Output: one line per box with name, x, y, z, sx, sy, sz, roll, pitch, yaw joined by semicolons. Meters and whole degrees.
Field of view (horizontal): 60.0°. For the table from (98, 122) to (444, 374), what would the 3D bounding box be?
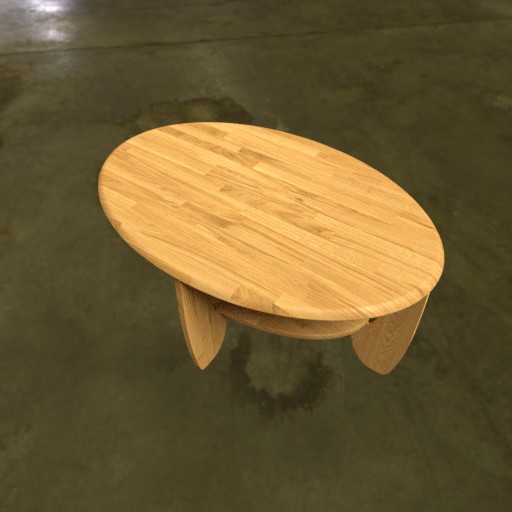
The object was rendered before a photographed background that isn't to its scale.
table;0.000;0.000;1.406;1.040;0.490;0.690;26;52;23
